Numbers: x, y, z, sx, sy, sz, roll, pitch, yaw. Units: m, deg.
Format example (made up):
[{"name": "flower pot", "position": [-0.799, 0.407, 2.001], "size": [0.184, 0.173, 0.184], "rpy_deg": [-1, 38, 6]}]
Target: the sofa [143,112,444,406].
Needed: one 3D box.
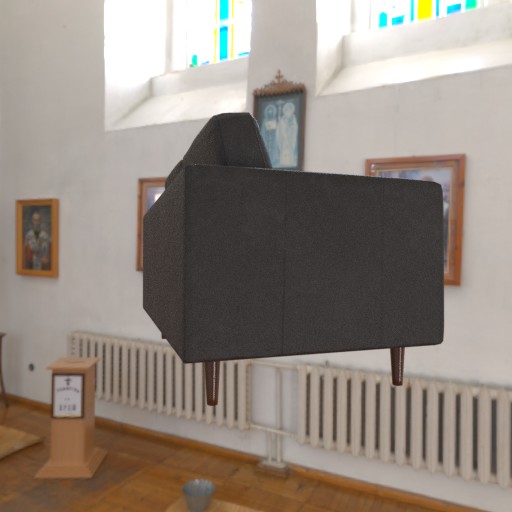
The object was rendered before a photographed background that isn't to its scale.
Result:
[{"name": "sofa", "position": [0.000, 0.000, 1.981], "size": [0.879, 0.899, 1.430], "rpy_deg": [0, -1, -19]}]
